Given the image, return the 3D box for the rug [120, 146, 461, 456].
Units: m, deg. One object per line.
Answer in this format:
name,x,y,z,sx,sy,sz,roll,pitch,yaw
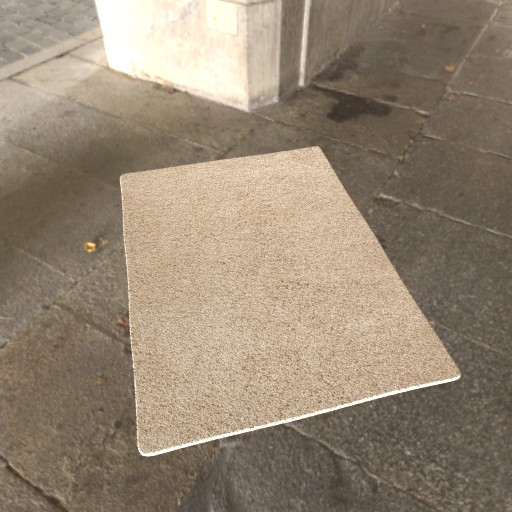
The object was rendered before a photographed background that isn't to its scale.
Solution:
rug,0.000,0.000,2.100,1.199,0.025,1.600,-10,47,-10
